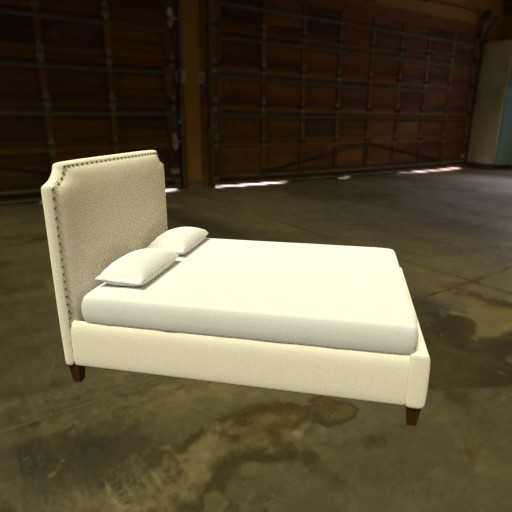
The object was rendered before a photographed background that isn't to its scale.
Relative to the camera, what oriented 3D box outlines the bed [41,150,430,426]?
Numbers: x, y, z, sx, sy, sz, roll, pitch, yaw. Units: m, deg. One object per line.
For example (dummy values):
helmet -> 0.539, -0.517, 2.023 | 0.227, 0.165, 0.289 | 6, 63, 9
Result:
bed -> 0.000, 0.000, 3.417 | 2.372, 1.497, 1.712 | 4, 17, 12
